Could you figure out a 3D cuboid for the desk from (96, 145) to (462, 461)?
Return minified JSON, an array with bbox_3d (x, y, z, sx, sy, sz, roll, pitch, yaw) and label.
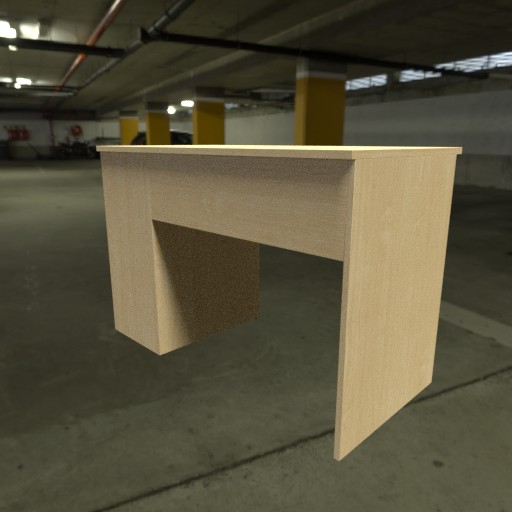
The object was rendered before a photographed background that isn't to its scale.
[{"bbox_3d":[0.000,0.000,1.533,1.097,0.735,0.560,14,20,43],"label":"desk"}]
